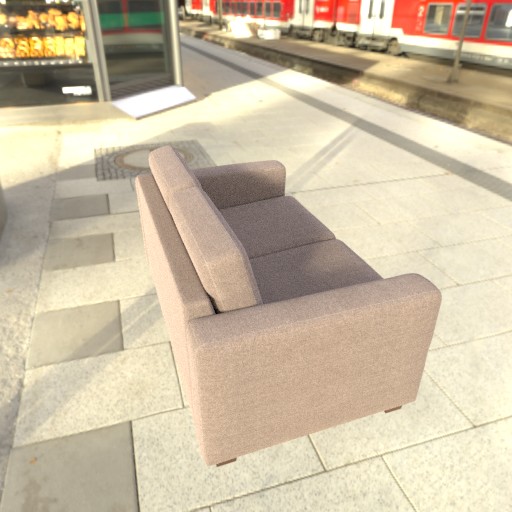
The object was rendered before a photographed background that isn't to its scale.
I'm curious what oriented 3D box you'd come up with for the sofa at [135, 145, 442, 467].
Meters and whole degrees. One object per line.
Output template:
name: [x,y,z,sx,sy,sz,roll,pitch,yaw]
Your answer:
sofa: [0.000,0.000,2.066,0.900,0.800,1.520,-10,32,-17]
